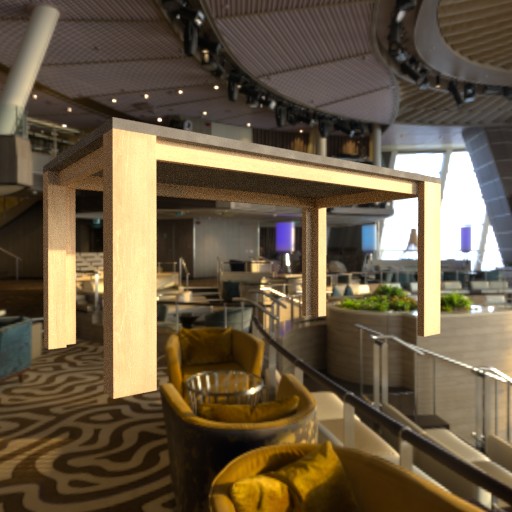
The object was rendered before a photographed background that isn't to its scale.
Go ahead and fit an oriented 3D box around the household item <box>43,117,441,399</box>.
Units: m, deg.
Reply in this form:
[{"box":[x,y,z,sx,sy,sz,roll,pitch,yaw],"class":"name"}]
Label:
[{"box":[0.000,0.000,2.007,1.600,0.755,0.850,0,1,-37],"class":"household item"}]
